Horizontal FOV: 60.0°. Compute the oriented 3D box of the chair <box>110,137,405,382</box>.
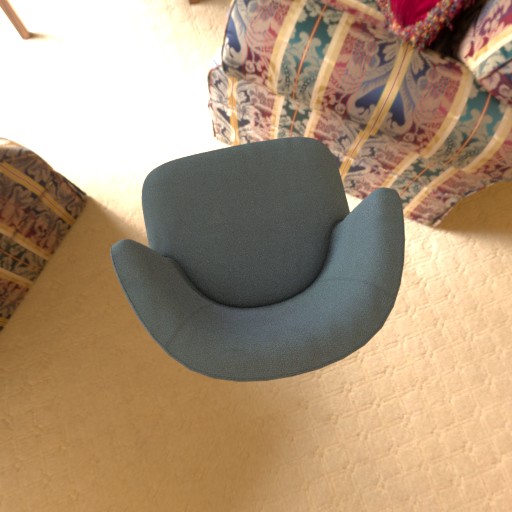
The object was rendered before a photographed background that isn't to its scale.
[{"bbox_3d":[0.000,0.000,1.313,0.661,0.760,0.702,-12,75,-3],"label":"chair"}]
